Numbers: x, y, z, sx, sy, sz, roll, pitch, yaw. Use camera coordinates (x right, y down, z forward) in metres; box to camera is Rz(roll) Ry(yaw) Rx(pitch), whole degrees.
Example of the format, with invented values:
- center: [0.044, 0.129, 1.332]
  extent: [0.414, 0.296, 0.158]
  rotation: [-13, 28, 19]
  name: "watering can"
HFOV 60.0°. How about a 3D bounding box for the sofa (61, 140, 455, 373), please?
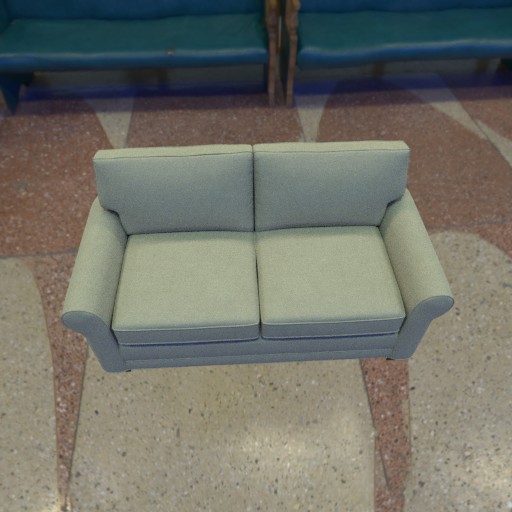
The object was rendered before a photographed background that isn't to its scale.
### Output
- center: [0.000, 0.000, 2.315]
  extent: [1.774, 0.933, 0.861]
  rotation: [-2, 49, -2]
  name: "sofa"
